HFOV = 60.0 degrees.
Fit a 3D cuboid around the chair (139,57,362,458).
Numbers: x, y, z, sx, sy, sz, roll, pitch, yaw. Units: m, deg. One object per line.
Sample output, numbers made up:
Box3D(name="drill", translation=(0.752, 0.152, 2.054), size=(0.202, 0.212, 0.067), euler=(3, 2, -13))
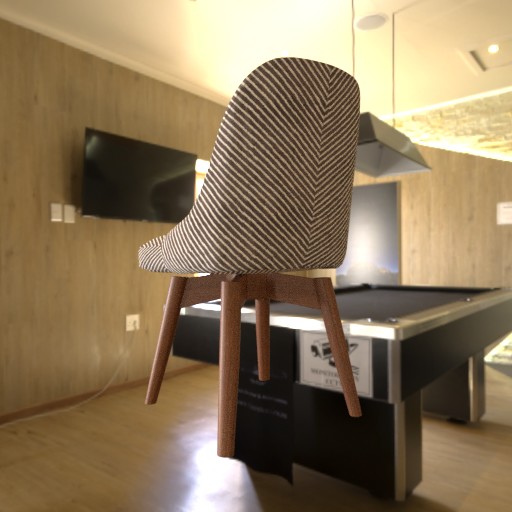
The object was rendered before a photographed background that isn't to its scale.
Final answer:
Box3D(name="chair", translation=(0.000, 0.000, 1.255), size=(0.504, 0.883, 0.591), euler=(0, 0, -36))
